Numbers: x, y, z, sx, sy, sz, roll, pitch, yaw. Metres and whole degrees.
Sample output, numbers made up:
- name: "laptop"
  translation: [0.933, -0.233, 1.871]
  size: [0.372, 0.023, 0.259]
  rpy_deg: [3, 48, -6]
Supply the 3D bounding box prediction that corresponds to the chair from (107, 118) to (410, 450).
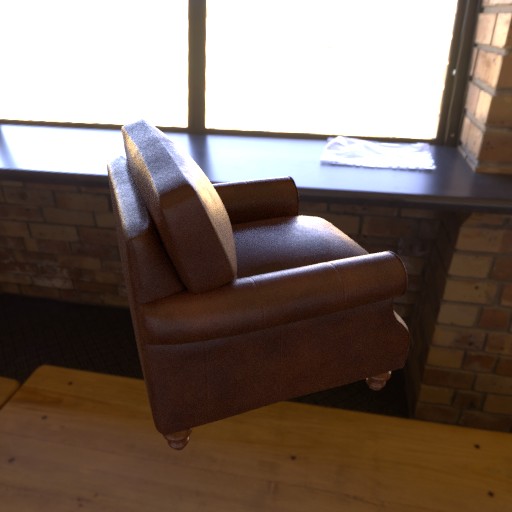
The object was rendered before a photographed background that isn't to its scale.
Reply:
- name: "chair"
  translation: [0.000, 0.000, 1.733]
  size: [0.992, 0.972, 0.989]
  rpy_deg: [-10, 30, -18]
